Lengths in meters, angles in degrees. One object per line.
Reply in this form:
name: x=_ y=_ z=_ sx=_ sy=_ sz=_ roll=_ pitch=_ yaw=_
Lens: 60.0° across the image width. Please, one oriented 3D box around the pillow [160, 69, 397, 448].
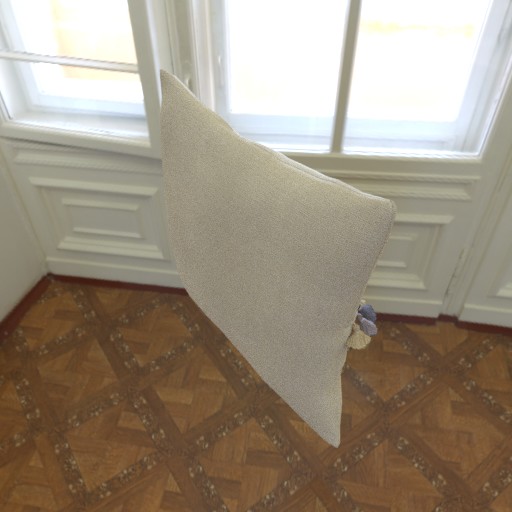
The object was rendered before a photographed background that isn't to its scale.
pillow: x=0.000 y=0.000 z=0.721 sx=0.165 sy=0.481 sz=0.489 roll=-26 pitch=48 yaw=-27
